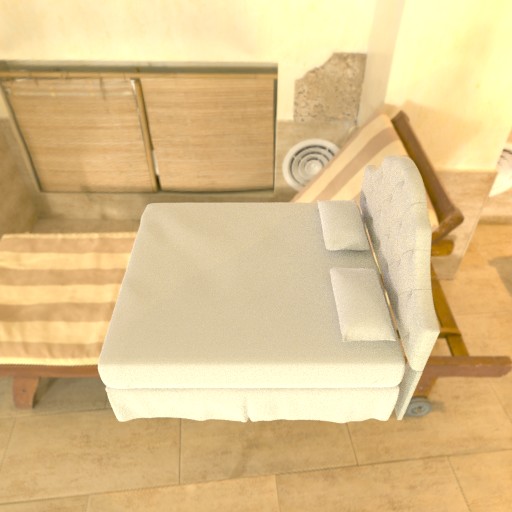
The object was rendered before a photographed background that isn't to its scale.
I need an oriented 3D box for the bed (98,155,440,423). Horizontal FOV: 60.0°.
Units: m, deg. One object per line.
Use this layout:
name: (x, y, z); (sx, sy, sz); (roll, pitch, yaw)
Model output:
bed: (0.000, 0.000, 3.560); (2.214, 1.615, 2.008); (0, 42, 0)
